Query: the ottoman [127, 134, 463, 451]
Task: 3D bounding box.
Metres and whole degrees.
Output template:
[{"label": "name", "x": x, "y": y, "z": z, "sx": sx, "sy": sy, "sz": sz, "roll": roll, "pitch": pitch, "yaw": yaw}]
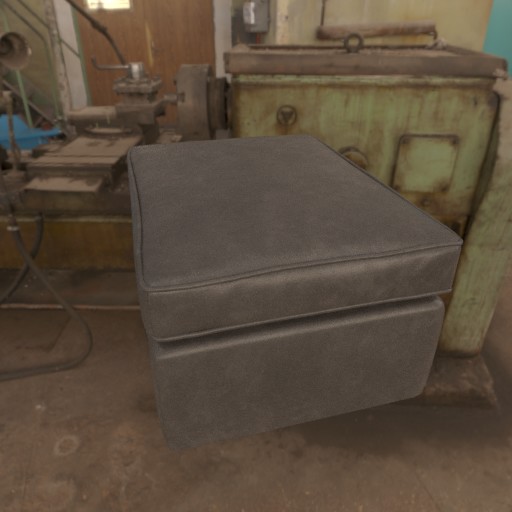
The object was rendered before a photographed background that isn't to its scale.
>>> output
[{"label": "ottoman", "x": 0.000, "y": 0.000, "z": 1.086, "sx": 0.554, "sy": 0.445, "sz": 0.756, "roll": -8, "pitch": 31, "yaw": -13}]
